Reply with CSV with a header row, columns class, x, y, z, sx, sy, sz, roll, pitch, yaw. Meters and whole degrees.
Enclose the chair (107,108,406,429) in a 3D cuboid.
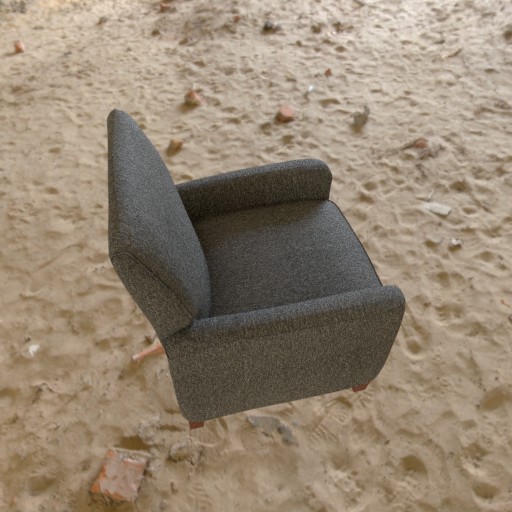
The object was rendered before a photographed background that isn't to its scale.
class,x,y,z,sx,sy,sz,roll,pitch,yaw
chair,0.000,0.000,1.637,0.864,1.014,0.848,-10,48,-9
